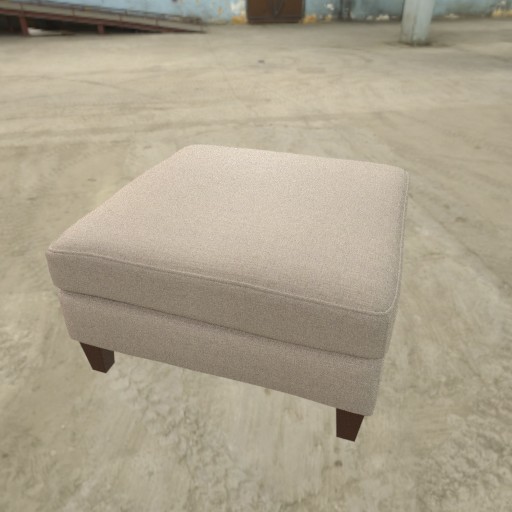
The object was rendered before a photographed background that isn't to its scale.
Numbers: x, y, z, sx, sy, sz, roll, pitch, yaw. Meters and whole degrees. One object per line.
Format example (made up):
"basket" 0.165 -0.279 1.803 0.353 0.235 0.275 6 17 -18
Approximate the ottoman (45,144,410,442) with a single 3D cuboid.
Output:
"ottoman" 0.000 0.000 1.374 0.838 0.481 0.838 10 34 15
